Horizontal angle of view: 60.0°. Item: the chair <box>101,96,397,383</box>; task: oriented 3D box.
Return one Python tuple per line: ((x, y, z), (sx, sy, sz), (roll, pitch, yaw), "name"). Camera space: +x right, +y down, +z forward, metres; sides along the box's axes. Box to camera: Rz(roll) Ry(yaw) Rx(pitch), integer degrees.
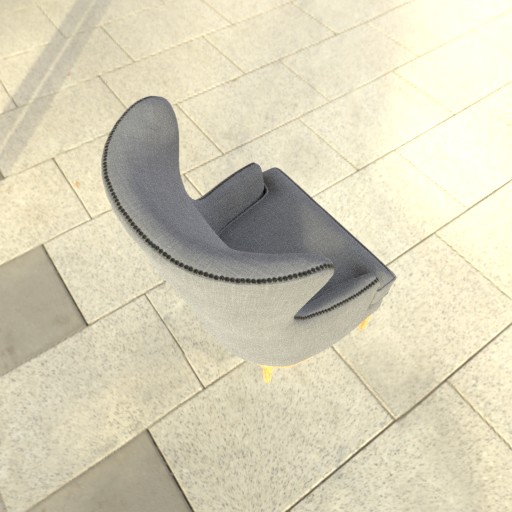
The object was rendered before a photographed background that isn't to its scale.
((0.000, 0.000, 1.802), (0.883, 1.176, 0.864), (-33, 63, -19), "chair")
